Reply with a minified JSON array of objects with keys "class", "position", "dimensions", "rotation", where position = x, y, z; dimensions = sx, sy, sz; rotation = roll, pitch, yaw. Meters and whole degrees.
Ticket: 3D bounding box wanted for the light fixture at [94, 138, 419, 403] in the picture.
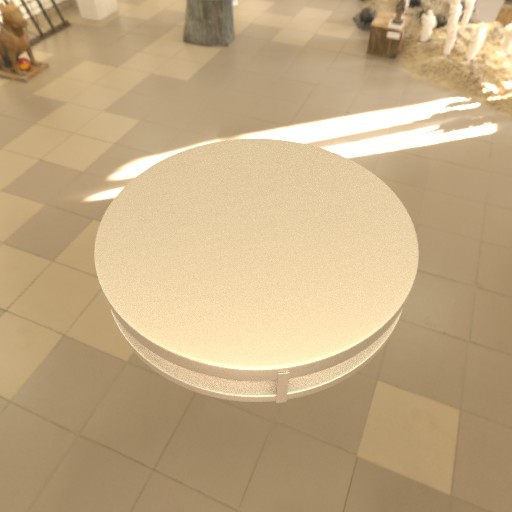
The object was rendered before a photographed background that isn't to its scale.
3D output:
[{"class":"light fixture","position":[0.000,0.000,0.534],"dimensions":[0.356,0.102,0.356],"rotation":[0,47,0]}]
